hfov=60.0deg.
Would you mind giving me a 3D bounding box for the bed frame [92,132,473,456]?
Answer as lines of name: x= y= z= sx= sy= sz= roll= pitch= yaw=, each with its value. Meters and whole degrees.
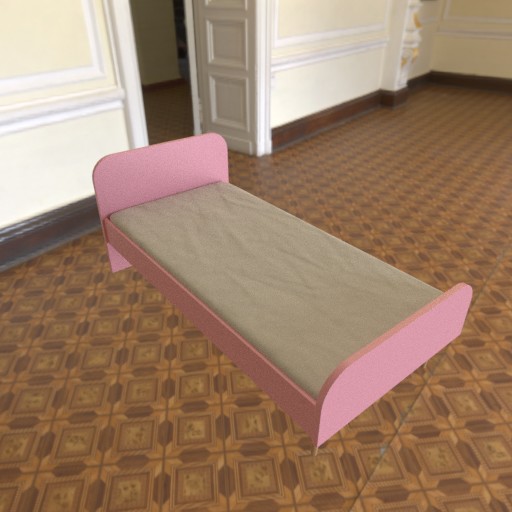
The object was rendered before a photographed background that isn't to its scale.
bed frame: x=0.000 y=0.000 z=2.473 sx=0.998 sy=0.805 sz=1.963 roll=-23 pitch=38 yaw=-32
